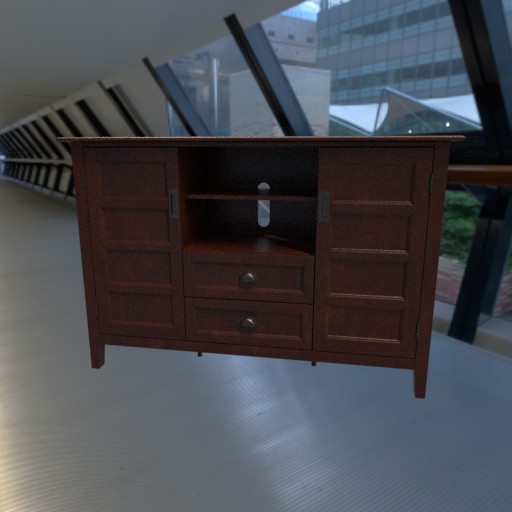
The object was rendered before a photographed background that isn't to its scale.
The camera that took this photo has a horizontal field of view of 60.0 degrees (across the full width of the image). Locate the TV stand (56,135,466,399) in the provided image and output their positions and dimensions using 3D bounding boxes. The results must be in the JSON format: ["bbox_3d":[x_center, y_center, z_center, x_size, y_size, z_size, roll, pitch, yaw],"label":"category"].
[{"bbox_3d":[0.000,0.000,1.779,1.372,0.915,0.445,2,14,10],"label":"TV stand"}]
